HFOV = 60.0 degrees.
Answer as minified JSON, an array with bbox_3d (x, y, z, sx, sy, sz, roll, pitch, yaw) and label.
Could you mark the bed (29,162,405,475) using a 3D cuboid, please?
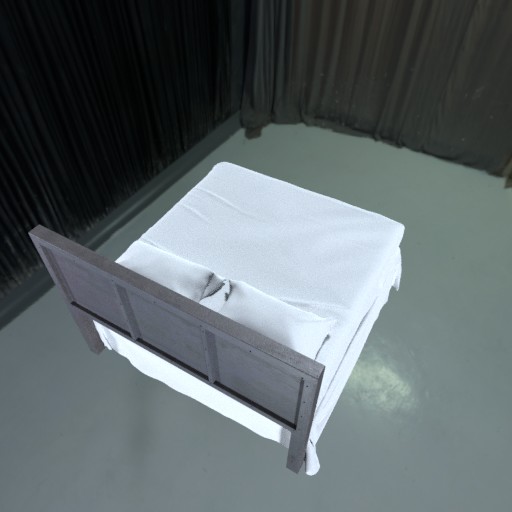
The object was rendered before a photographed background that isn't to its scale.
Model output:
[{"bbox_3d":[0.000,0.000,2.901,1.772,1.142,1.785,23,51,20],"label":"bed"}]
